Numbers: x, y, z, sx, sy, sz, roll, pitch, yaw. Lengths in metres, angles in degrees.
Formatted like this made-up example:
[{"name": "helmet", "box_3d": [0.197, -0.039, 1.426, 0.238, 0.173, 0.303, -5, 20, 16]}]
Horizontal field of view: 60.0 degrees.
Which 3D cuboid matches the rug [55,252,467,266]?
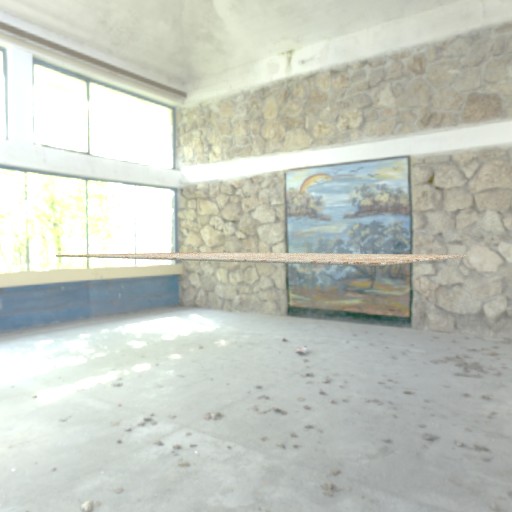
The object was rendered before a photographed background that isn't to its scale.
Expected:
[{"name": "rug", "box_3d": [0.000, 0.000, 2.361, 1.829, 0.011, 1.219, 1, 2, 37]}]
